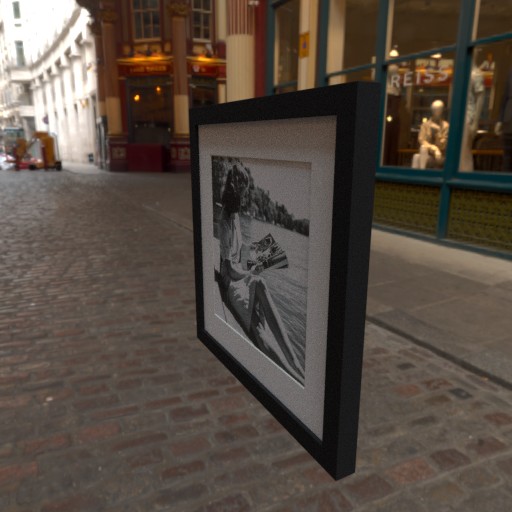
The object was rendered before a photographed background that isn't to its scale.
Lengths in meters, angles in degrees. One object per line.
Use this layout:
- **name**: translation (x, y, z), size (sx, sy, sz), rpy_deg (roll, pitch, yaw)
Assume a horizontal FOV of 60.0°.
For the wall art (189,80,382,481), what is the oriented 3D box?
- **wall art**: translation (0.000, 0.000, 0.685), size (0.030, 0.458, 0.462), rpy_deg (-8, 17, -28)
